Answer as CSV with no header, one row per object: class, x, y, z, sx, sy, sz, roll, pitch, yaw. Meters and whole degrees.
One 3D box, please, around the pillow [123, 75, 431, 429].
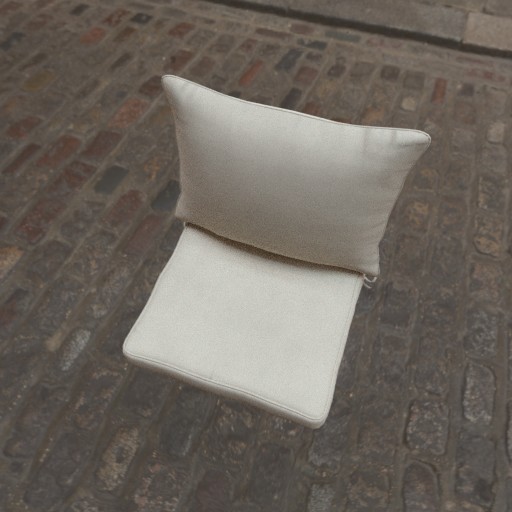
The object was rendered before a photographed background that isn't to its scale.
pillow,0.000,0.000,1.356,0.798,0.716,0.733,16,59,10
